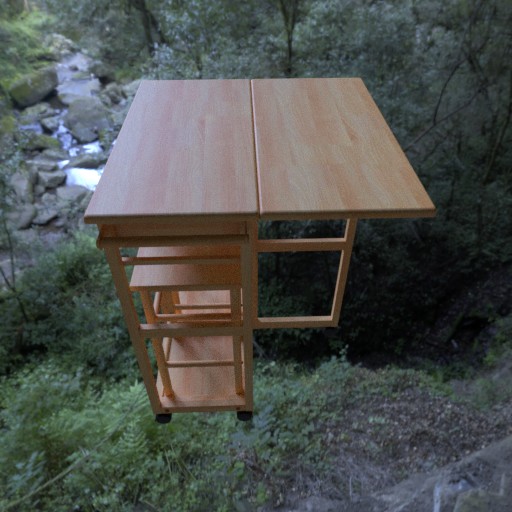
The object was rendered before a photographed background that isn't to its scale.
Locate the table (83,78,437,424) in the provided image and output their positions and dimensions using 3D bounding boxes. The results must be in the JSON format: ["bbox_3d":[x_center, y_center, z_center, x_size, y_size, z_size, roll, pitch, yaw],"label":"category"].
[{"bbox_3d":[0.000,0.000,1.393,0.693,0.832,0.752,-1,42,-1],"label":"table"}]
